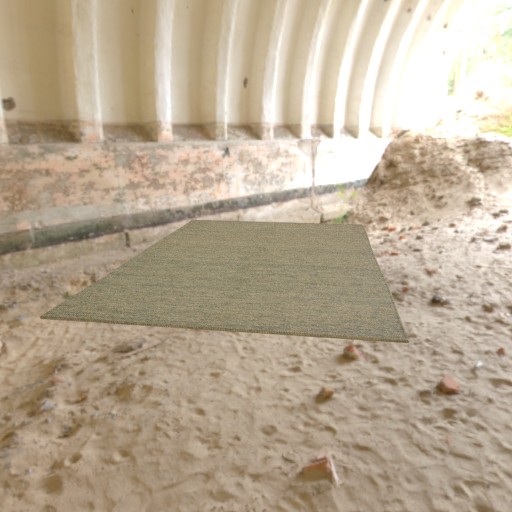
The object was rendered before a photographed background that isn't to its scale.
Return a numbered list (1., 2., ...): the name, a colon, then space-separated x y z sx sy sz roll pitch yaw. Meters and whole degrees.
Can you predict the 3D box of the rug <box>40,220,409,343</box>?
1. rug: 0.000 0.000 2.890 1.547 0.013 2.283 2 16 8
